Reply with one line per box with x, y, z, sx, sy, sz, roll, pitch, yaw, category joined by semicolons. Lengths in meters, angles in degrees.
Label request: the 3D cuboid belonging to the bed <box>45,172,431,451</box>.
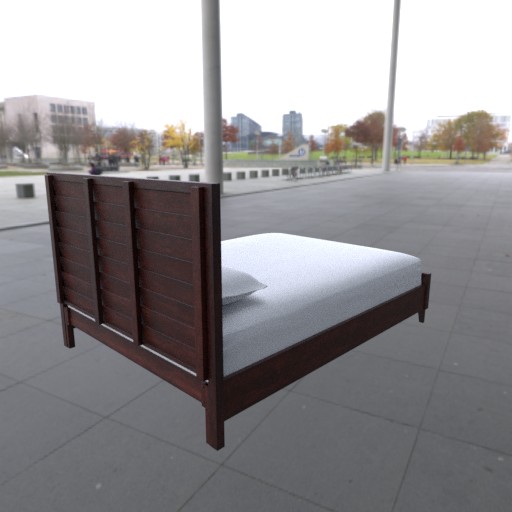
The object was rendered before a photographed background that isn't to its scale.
0.000;0.000;3.973;2.040;1.492;2.803;12;18;43;bed
